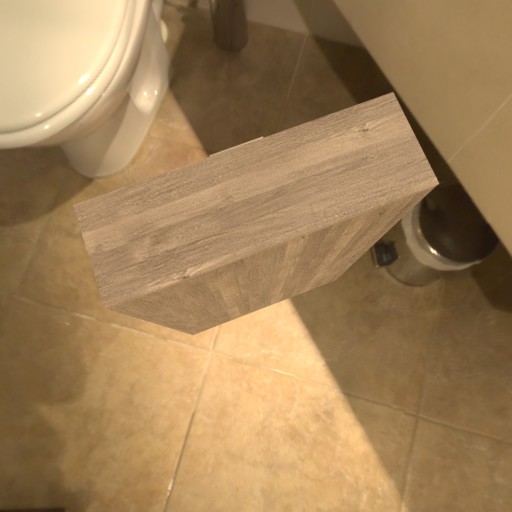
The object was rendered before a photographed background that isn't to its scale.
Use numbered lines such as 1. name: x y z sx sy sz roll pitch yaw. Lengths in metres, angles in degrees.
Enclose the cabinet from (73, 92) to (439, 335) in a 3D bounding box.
1. cabinet: 0.000 0.000 1.575 0.750 1.280 0.250 -21 78 -4
